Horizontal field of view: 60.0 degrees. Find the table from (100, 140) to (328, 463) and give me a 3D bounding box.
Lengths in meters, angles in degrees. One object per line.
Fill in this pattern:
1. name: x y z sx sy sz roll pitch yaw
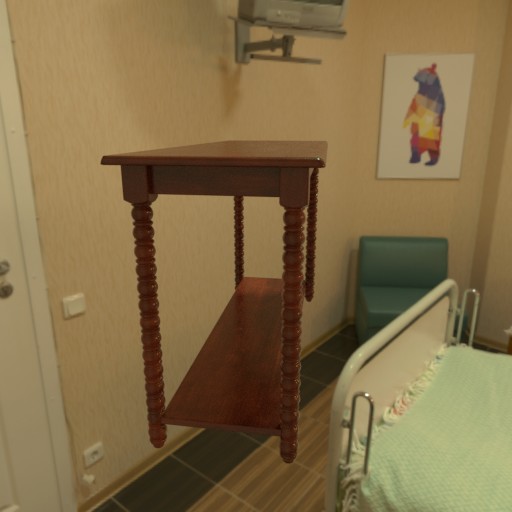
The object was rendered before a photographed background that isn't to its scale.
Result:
1. table: 0.000 0.000 1.529 0.459 0.740 1.184 3 16 9
